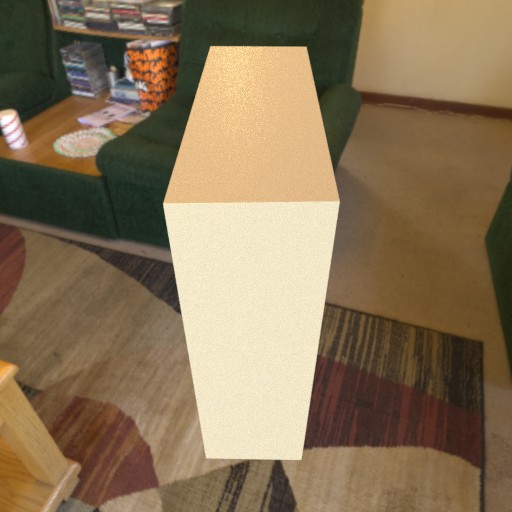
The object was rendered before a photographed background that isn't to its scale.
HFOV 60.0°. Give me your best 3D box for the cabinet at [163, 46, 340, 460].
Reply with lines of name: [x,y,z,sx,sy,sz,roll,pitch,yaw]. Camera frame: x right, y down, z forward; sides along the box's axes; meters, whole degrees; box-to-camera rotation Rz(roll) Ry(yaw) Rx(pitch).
cabinet: [0.000,0.000,1.617,0.348,1.150,0.990,1,42,1]
